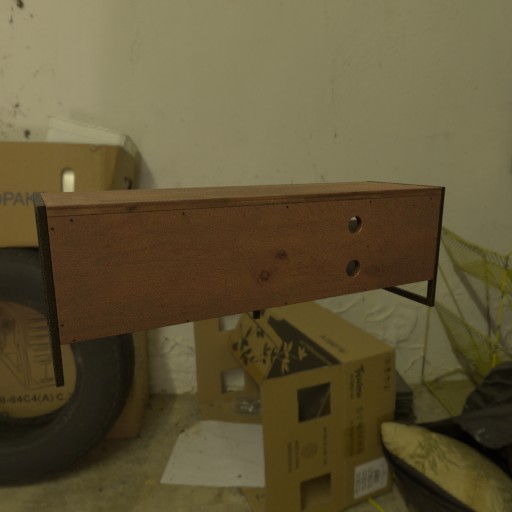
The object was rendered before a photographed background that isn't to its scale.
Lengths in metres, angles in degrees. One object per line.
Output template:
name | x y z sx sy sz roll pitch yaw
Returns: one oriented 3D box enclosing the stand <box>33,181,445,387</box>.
stand | 0.000 0.000 1.701 1.480 0.506 0.454 -7 14 -26
